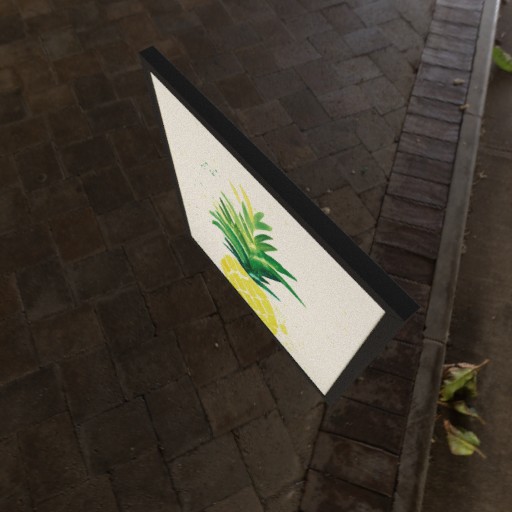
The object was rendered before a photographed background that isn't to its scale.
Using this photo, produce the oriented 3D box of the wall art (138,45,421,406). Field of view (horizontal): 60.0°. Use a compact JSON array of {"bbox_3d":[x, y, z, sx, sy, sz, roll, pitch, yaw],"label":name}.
[{"bbox_3d":[0.000,0.000,1.142,0.037,0.760,0.762,-35,67,-17],"label":"wall art"}]
